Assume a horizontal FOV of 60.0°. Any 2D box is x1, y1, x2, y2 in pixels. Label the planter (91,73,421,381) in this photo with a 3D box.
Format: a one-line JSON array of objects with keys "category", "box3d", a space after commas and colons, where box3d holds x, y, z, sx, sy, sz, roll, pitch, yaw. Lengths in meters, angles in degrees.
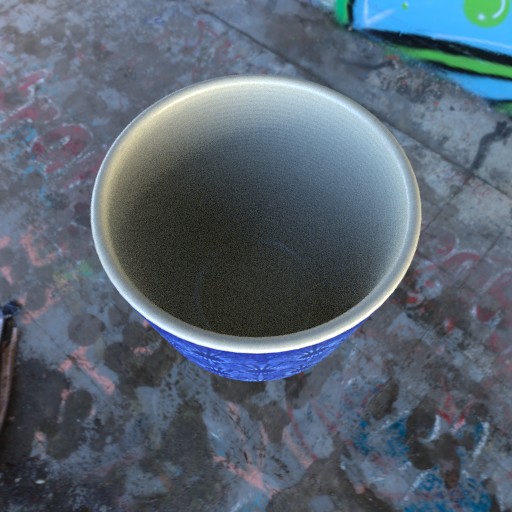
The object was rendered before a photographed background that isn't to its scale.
[{"category": "planter", "box3d": [0.000, 0.000, 0.363, 0.206, 0.190, 0.206, 0, 64, 0]}]
